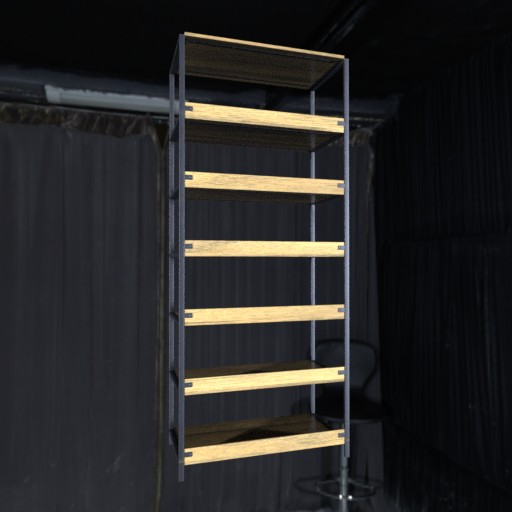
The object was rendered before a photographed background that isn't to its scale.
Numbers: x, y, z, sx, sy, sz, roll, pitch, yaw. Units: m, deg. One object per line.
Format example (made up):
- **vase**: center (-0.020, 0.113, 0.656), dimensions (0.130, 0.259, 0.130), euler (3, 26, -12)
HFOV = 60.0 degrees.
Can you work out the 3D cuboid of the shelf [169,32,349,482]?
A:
- **shelf**: center (0.000, 0.000, 2.309), dimensions (0.847, 2.015, 0.431), euler (0, -1, -17)
